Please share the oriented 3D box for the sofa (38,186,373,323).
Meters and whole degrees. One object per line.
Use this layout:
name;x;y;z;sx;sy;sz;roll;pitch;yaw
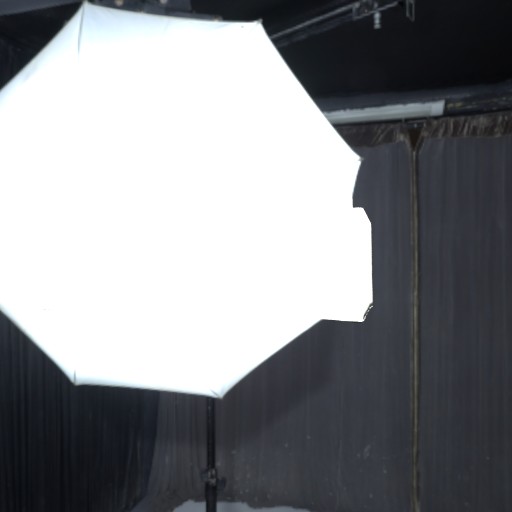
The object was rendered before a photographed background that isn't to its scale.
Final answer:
sofa;0.000;0.000;4.657;2.427;0.882;3.460;0;-1;17
